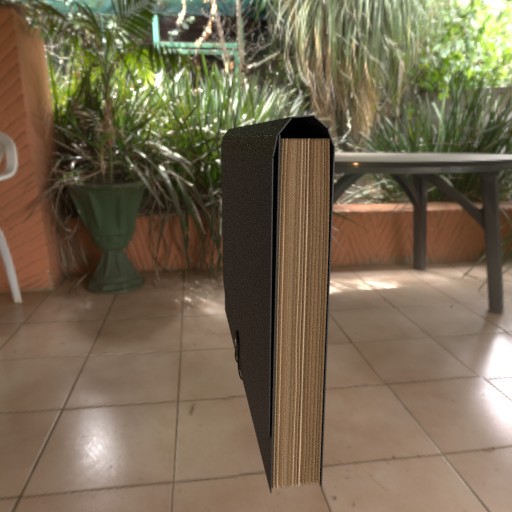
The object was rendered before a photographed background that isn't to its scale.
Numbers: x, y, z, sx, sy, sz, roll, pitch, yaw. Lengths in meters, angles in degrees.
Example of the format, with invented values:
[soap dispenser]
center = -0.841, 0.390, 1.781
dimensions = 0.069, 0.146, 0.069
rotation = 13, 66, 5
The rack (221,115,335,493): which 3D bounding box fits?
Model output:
[rack]
center = 0.000, 0.000, 0.423
dimensions = 0.041, 0.241, 0.330
rotation = -2, 15, -9
